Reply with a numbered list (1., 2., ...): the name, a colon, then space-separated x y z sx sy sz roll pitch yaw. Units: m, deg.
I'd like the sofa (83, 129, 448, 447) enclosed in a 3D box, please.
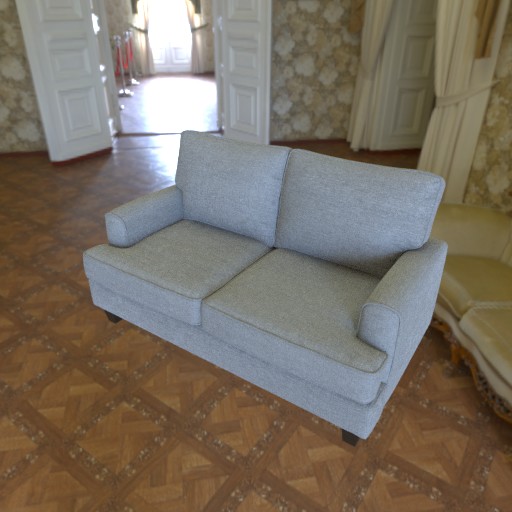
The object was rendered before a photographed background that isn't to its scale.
1. sofa: 0.000 0.000 2.253 1.651 0.965 0.965 18 34 29
